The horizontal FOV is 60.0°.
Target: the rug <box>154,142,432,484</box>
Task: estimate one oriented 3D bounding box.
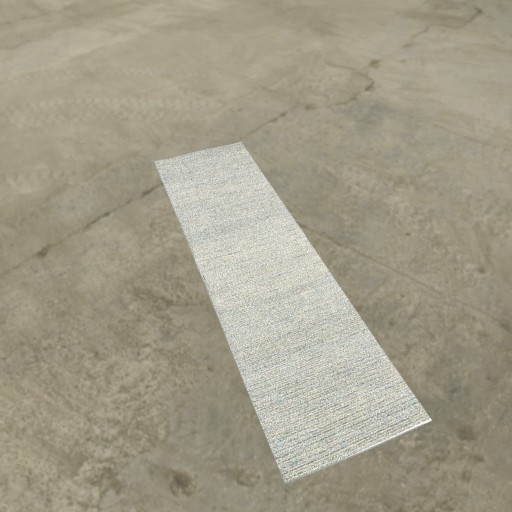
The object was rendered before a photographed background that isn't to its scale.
[{"bbox_3d":[0.000,0.000,2.528,0.675,0.037,2.341,-16,48,-15],"label":"rug"}]
